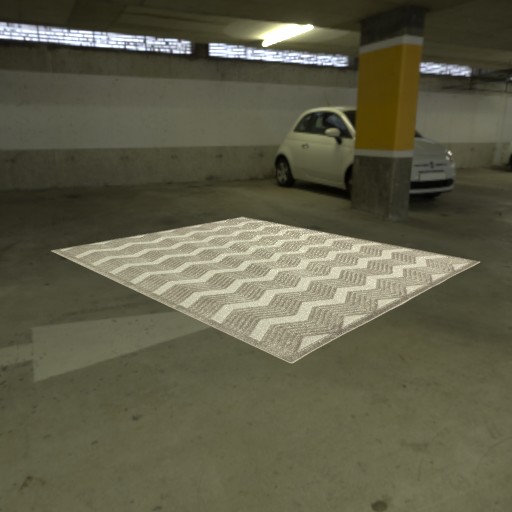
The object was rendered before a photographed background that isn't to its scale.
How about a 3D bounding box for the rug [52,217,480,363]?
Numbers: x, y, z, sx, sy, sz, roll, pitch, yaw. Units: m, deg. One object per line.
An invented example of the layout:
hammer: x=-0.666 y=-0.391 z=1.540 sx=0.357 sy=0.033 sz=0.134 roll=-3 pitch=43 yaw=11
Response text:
rug: x=0.000 y=0.000 z=3.851 sx=2.391 sy=0.005 sz=2.880 roll=-15 pitch=21 yaw=-43
